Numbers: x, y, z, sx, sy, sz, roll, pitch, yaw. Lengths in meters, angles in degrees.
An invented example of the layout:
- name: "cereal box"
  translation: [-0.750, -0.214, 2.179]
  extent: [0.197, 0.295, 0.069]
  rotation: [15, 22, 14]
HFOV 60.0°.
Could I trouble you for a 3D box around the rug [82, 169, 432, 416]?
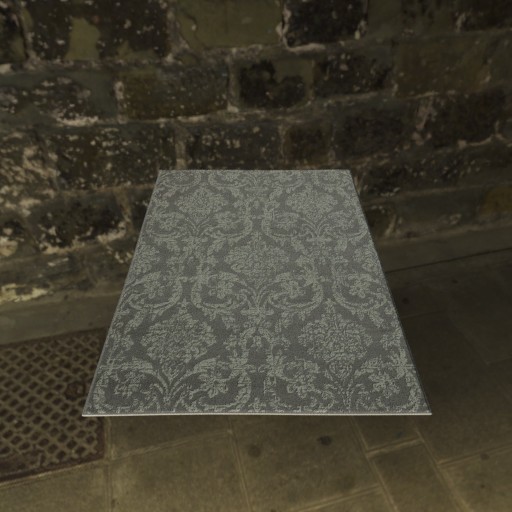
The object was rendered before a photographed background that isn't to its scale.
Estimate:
- name: "rug"
  translation: [0.000, 0.000, 2.834]
  extent: [1.578, 0.014, 2.206]
  rotation: [0, 40, 0]
